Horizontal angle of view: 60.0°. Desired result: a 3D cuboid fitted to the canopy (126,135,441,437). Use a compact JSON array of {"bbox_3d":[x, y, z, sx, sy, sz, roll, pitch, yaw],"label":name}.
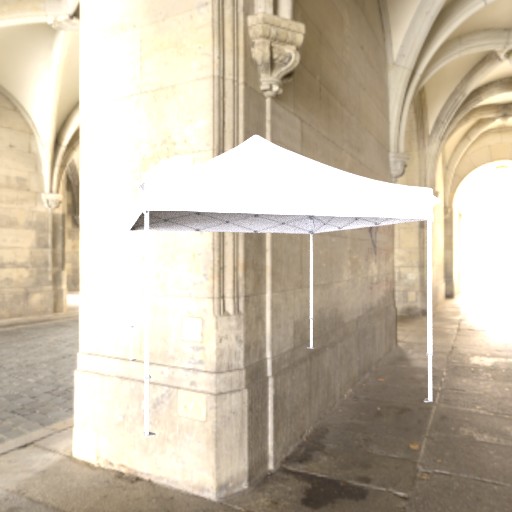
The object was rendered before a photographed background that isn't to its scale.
[{"bbox_3d":[0.000,0.000,5.486,2.994,2.998,2.996,0,0,-18],"label":"canopy"}]
